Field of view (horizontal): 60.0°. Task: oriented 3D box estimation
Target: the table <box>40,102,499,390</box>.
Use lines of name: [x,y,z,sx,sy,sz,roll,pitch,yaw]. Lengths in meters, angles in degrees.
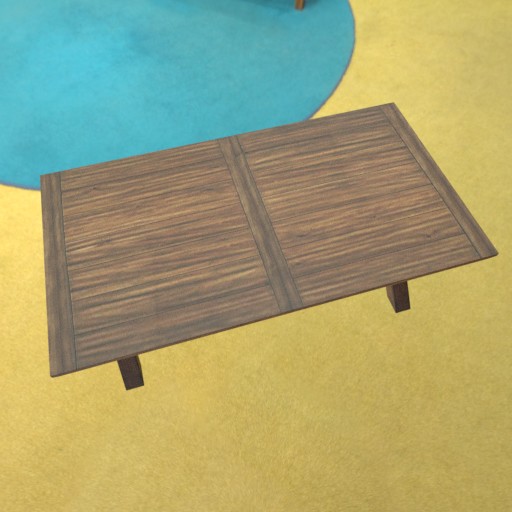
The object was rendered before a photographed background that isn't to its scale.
table: [0.000,0.000,2.457,1.966,0.793,1.071,-14,59,-9]
